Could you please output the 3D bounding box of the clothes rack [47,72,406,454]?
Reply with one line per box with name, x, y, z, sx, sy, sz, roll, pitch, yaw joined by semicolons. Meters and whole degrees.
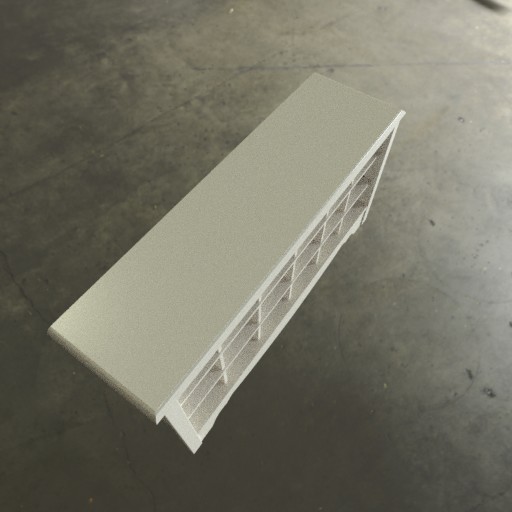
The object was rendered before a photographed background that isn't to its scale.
clothes rack;0.000;0.000;1.376;0.324;0.531;1.120;31;63;18
